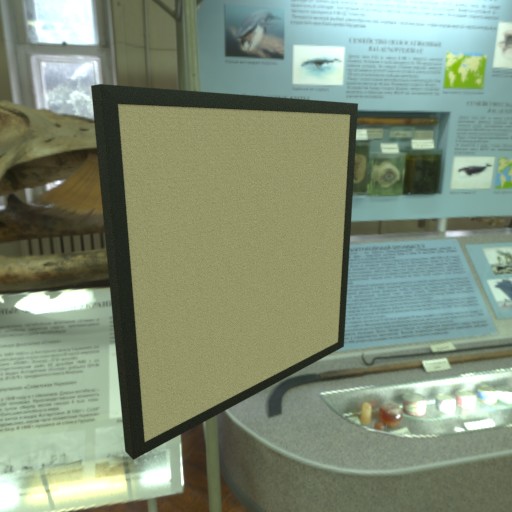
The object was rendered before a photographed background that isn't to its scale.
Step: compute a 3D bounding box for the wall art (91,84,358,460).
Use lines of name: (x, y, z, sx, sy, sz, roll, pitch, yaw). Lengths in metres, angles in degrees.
wall art: (0.000, 0.000, 0.449, 0.306, 0.304, 0.015, -14, 21, -41)
